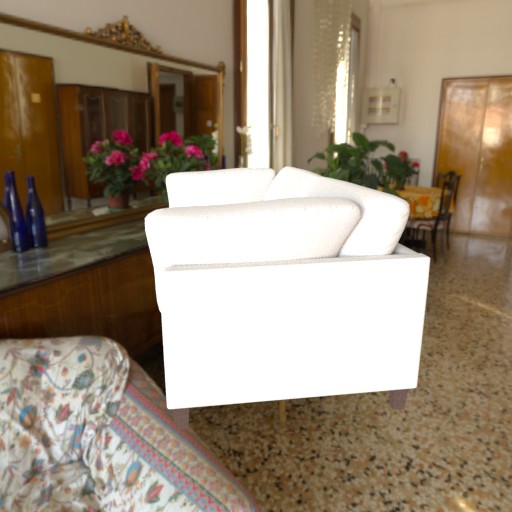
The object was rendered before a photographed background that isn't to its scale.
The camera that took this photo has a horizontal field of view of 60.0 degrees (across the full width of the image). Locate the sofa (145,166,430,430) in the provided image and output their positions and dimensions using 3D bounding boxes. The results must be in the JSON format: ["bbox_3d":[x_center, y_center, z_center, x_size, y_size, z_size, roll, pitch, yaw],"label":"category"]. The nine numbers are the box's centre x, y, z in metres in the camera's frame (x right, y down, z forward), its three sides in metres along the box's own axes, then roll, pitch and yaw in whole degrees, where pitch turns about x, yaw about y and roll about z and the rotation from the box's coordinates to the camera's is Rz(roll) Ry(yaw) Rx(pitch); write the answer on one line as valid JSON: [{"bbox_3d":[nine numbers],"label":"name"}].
[{"bbox_3d":[0.000,0.000,2.338,0.970,0.836,1.776,-2,15,-8],"label":"sofa"}]
